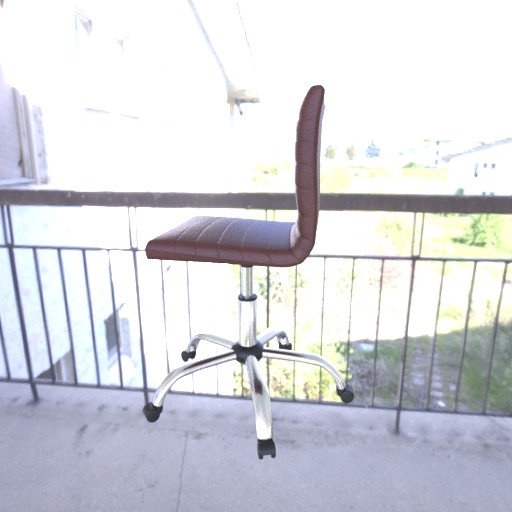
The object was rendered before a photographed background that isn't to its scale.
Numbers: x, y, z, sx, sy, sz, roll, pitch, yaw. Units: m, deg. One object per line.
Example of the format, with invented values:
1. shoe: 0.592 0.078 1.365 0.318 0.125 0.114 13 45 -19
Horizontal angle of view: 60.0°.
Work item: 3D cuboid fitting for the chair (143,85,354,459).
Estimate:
1. chair: 0.000 0.000 1.134 0.530 0.780 0.556 2 14 8
